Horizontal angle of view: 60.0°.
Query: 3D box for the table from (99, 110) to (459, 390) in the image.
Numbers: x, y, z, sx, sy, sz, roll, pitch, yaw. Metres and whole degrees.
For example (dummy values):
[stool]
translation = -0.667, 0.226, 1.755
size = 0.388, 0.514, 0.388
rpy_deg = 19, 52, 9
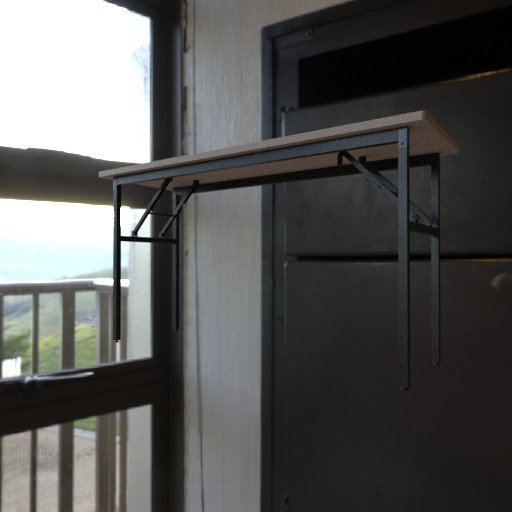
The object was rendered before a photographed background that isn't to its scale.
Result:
[table]
translation = 0.000, 0.000, 1.738
size = 1.397, 0.750, 0.447
rpy_deg = 0, -1, 35
